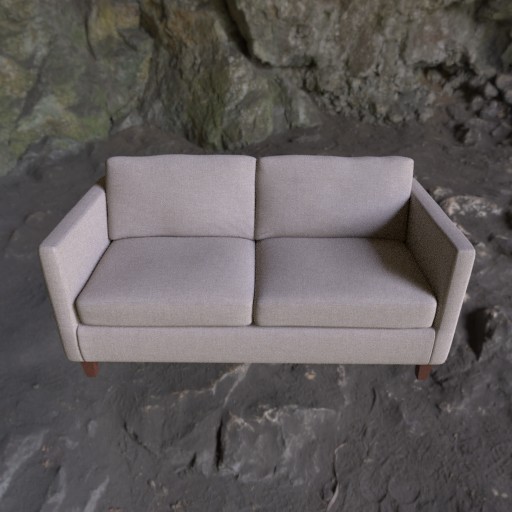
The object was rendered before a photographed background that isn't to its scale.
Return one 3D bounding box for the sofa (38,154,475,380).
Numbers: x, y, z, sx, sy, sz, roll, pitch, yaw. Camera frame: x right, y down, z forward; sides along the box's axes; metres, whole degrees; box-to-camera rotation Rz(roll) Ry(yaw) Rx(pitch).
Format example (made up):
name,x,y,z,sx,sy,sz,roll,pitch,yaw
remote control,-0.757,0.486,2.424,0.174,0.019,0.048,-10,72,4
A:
name,x,y,z,sx,sy,sz,roll,pitch,yaw
sofa,0.000,0.000,2.380,1.884,0.947,0.951,0,30,1
